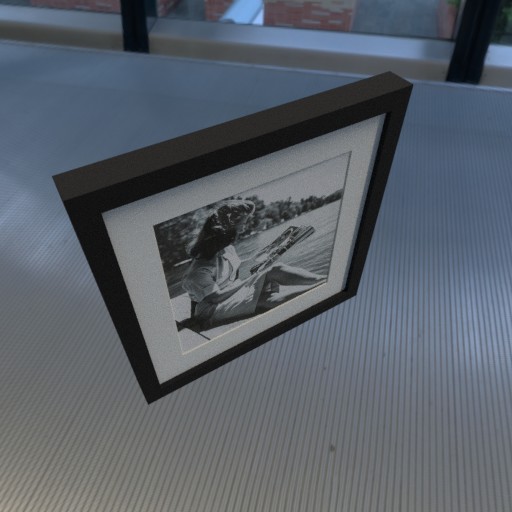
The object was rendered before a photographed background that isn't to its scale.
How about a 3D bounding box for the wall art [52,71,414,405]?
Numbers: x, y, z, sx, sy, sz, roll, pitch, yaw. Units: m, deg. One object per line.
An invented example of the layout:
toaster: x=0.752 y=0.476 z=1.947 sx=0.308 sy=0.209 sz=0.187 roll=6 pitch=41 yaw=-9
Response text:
wall art: x=0.000 y=0.000 z=0.460 sx=0.308 sy=0.305 sz=0.030 roll=-24 pitch=52 yaw=-20
